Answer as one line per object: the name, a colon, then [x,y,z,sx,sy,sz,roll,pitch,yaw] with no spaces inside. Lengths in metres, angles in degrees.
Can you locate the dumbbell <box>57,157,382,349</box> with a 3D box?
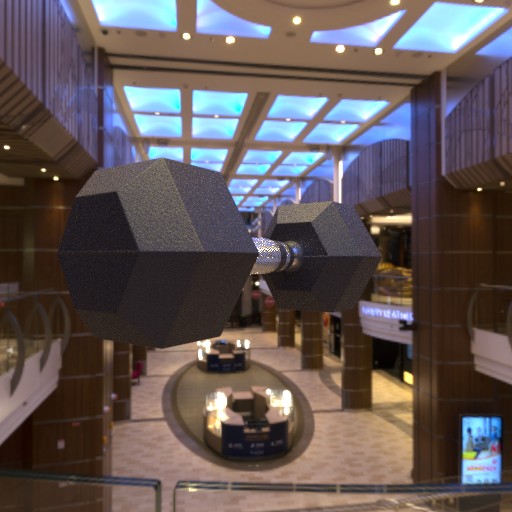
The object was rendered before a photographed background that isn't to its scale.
dumbbell: [0.000,0.000,0.428,0.141,0.123,0.356,-1,-1,35]
